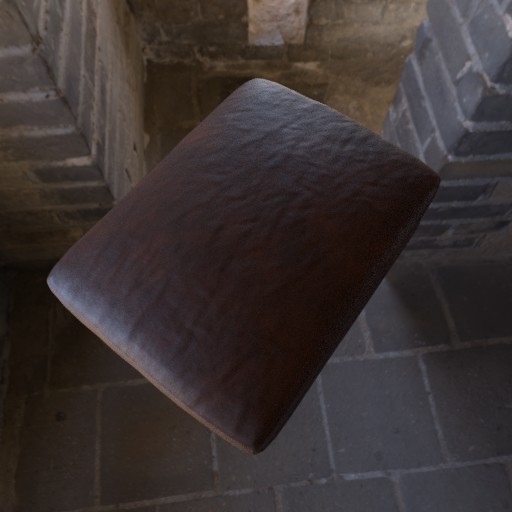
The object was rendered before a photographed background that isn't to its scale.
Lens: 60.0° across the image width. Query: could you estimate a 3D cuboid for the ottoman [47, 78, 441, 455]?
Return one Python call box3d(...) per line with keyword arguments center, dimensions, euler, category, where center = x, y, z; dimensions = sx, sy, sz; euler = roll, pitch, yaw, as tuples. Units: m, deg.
box3d(center=(0.000, 0.000, 1.272), dimensions=(0.659, 0.527, 0.887), euler=(34, 69, 15), category="ottoman")
